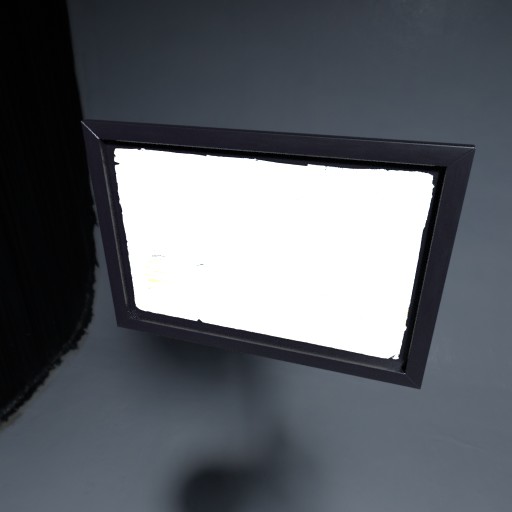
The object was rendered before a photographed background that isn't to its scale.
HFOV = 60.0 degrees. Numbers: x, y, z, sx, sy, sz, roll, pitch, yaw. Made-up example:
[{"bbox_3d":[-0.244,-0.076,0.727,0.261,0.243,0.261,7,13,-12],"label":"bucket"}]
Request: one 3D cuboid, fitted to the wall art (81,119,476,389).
[{"bbox_3d":[0.000,0.000,0.554,0.440,0.306,0.013,8,29,15],"label":"wall art"}]
